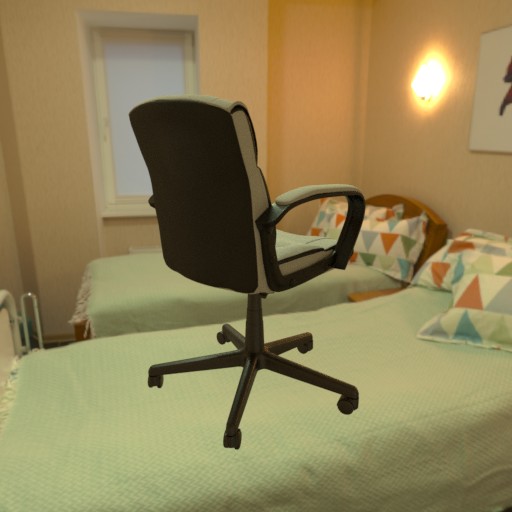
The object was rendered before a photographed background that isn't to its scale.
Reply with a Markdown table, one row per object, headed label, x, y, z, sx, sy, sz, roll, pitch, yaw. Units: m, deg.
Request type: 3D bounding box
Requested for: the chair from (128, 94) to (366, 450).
| label | x | y | z | sx | sy | sz | roll | pitch | yaw |
| --- | --- | --- | --- | --- | --- | --- | --- | --- | --- |
| chair | 0.000 | 0.000 | 1.516 | 0.739 | 1.004 | 0.717 | 14 | 21 | 41 |
